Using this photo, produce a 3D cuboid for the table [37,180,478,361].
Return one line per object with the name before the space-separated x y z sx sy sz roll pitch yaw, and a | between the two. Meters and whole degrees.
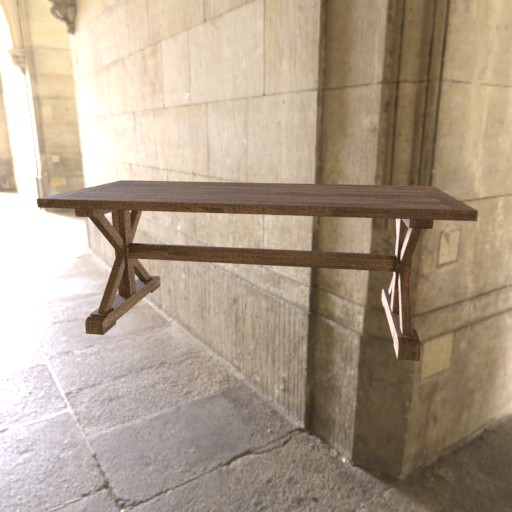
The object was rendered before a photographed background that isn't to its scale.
table | 0.000 0.000 2.534 2.031 0.733 0.907 3 16 10
